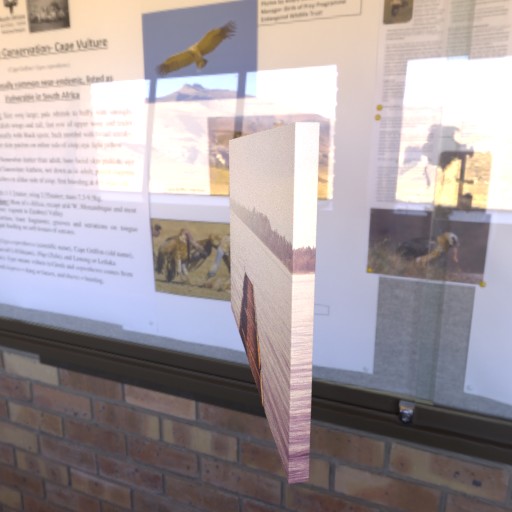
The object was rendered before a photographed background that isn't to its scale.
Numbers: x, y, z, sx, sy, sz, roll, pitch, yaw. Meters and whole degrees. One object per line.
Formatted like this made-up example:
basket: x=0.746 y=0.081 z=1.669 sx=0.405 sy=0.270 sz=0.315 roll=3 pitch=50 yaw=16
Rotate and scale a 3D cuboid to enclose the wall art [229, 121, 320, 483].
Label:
wall art: x=0.000 y=0.000 z=1.149 sx=0.037 sy=0.609 sz=0.916 roll=-2 pitch=13 yaw=-9
